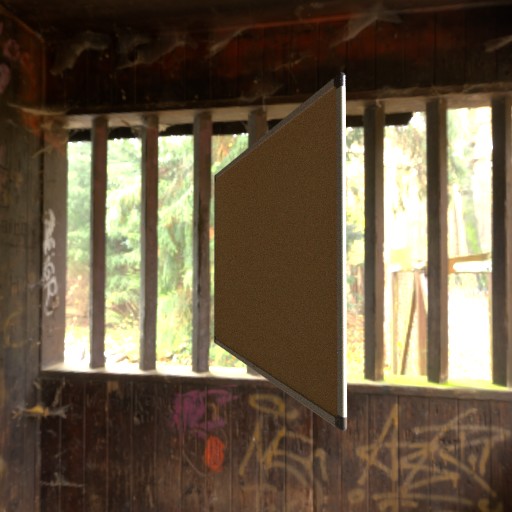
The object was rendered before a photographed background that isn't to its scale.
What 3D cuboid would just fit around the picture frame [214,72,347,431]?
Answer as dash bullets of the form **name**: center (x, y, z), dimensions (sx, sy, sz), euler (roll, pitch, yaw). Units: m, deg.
- **picture frame**: center (0.000, 0.000, 1.159), dimensions (0.010, 0.600, 0.900), euler (0, -1, -19)
